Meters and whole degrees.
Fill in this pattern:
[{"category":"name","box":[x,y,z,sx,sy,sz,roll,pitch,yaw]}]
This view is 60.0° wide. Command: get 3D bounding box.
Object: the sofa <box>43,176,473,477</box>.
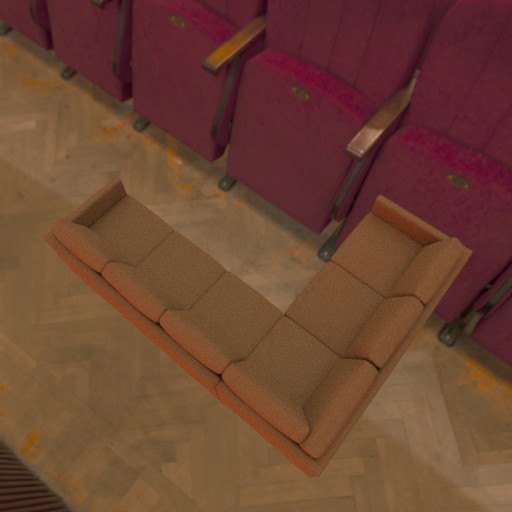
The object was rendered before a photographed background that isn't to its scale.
[{"category":"sofa","box":[0.000,0.000,4.314,3.182,0.871,2.432,36,69,17]}]
